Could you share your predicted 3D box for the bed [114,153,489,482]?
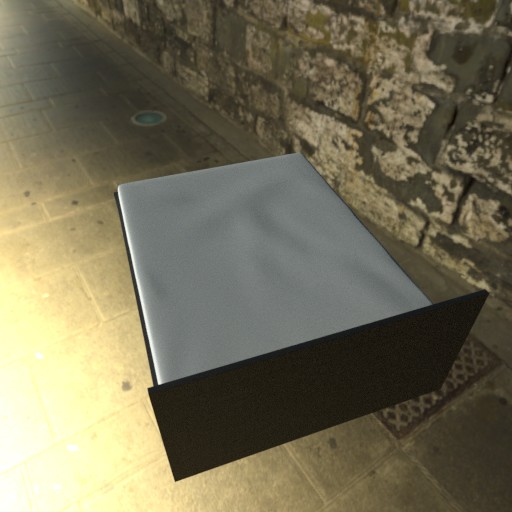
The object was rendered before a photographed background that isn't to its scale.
[{"bbox_3d":[0.000,0.000,2.867,1.585,0.823,2.073,-13,44,-14],"label":"bed"}]
